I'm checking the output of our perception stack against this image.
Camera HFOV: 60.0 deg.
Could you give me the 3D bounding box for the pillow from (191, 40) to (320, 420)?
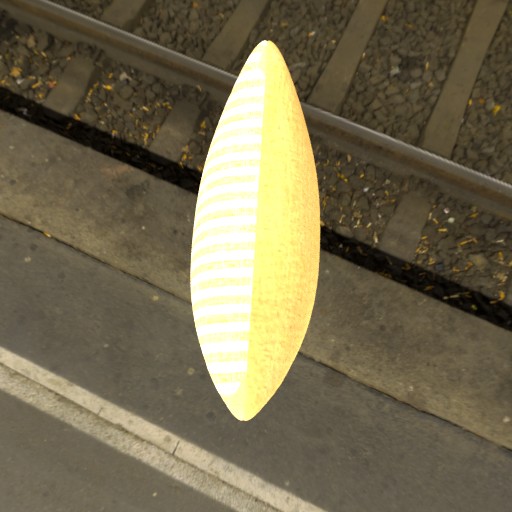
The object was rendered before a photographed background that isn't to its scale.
[{"bbox_3d":[0.000,0.000,0.646,0.173,0.407,0.419,3,75,1],"label":"pillow"}]
